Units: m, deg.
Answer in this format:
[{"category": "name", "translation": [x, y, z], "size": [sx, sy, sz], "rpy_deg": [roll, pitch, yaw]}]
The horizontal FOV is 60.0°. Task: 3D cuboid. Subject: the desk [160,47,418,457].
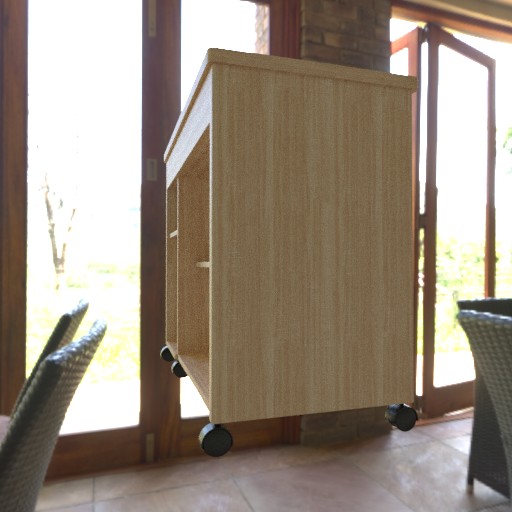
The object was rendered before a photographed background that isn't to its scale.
[{"category": "desk", "translation": [0.000, 0.000, 1.314], "size": [0.480, 0.770, 0.884], "rpy_deg": [0, -1, -17]}]
